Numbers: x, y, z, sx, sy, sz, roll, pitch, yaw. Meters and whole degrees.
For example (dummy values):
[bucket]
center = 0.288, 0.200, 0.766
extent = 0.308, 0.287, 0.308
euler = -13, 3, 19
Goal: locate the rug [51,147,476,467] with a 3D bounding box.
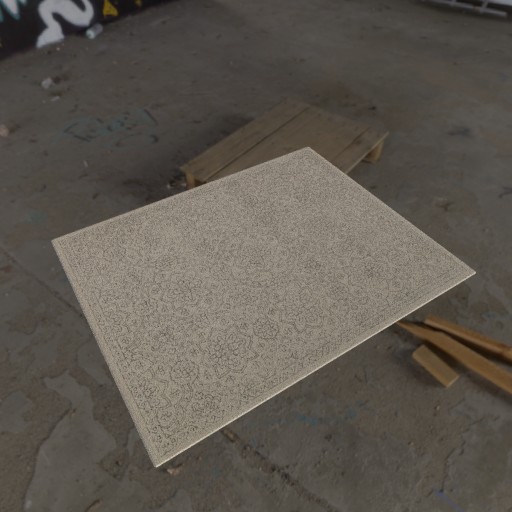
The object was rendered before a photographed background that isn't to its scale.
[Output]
[rug]
center = 0.000, 0.000, 4.052
extent = 3.050, 0.015, 2.441
euler = -25, 50, -22
